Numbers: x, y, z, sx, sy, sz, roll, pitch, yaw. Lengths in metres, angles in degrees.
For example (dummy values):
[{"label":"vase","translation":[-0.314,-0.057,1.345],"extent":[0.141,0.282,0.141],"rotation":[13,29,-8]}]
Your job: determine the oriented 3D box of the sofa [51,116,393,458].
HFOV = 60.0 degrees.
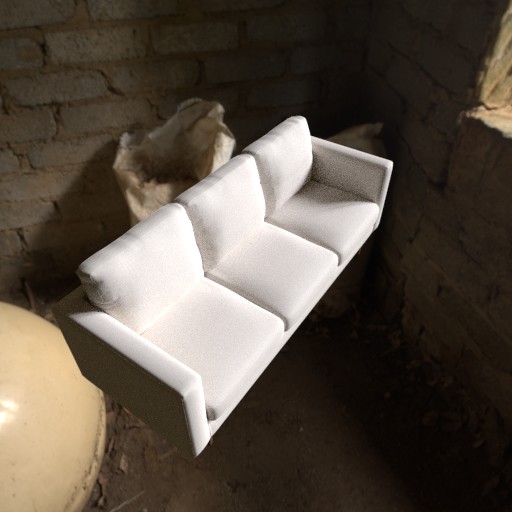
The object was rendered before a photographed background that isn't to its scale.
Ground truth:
[{"label":"sofa","translation":[0.000,0.000,2.538],"extent":[0.802,0.912,2.029],"rotation":[25,48,25]}]
